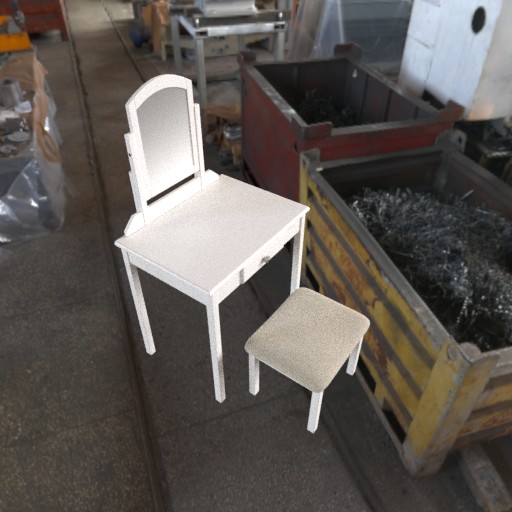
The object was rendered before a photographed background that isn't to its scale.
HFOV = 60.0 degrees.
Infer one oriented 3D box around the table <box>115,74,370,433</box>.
[{"bbox_3d":[0.000,0.000,2.345,1.211,1.631,0.876,25,46,27],"label":"table"}]
